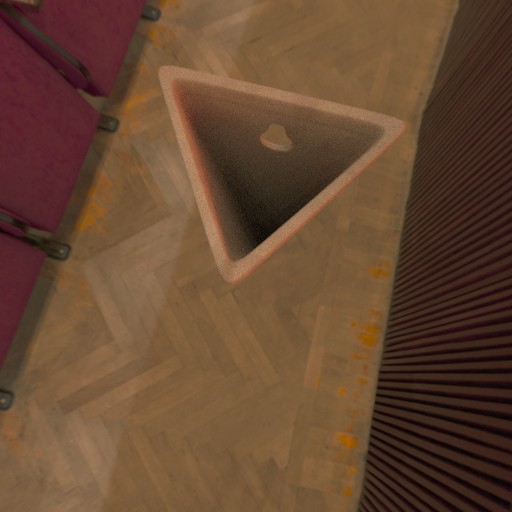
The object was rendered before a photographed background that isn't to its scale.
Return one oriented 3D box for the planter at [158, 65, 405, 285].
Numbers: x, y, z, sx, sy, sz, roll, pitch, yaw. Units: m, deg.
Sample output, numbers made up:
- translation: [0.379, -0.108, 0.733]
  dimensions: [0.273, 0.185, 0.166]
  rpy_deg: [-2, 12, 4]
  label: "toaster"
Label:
- translation: [0.000, 0.000, 0.273]
  dimensions: [0.101, 0.224, 0.081]
  rpy_deg: [15, 75, 4]
  label: "planter"
